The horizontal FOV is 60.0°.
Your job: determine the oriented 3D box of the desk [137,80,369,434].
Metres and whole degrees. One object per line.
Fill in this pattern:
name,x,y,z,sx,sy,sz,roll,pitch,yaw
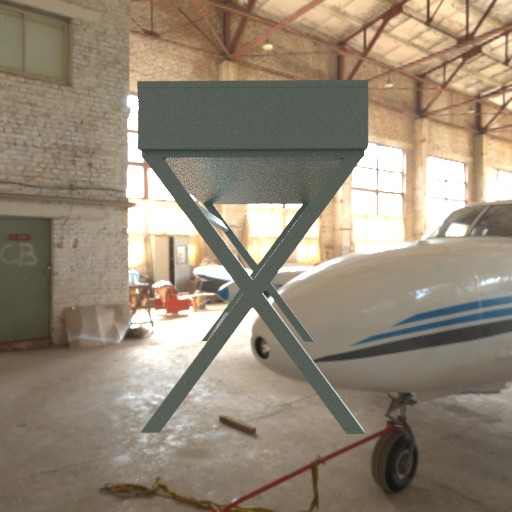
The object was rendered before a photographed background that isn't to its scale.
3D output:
desk,0.000,0.000,1.499,0.509,0.780,1.059,0,1,1
